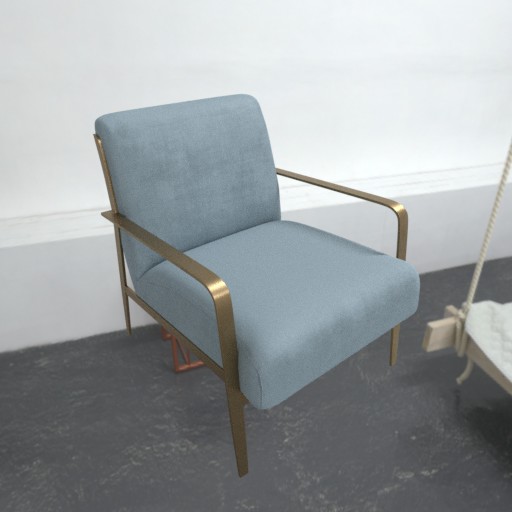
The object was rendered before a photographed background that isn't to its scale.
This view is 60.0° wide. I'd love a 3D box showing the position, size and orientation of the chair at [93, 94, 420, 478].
[{"bbox_3d":[0.000,0.000,1.413,0.701,0.824,0.842,-22,37,-33],"label":"chair"}]
